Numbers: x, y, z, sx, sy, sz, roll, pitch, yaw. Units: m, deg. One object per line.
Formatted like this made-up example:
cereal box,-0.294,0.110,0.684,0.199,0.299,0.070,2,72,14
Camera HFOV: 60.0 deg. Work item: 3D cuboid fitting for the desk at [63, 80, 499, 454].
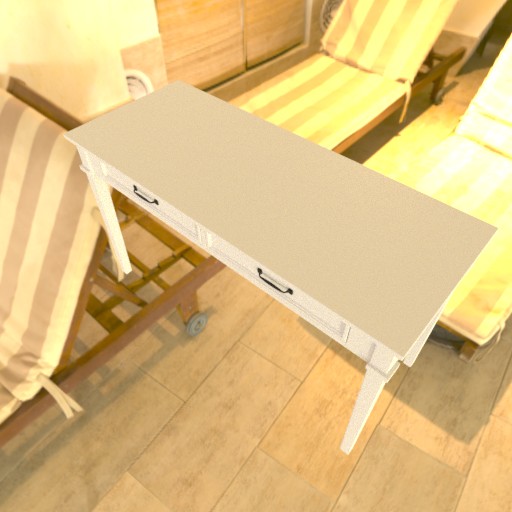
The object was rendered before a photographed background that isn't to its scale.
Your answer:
desk,0.000,0.000,1.724,1.372,0.774,0.559,33,56,27
